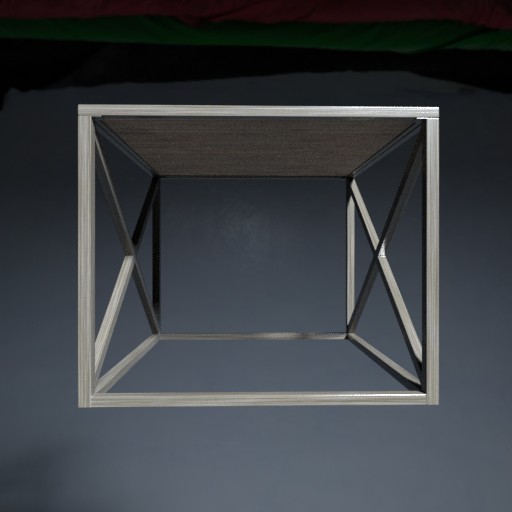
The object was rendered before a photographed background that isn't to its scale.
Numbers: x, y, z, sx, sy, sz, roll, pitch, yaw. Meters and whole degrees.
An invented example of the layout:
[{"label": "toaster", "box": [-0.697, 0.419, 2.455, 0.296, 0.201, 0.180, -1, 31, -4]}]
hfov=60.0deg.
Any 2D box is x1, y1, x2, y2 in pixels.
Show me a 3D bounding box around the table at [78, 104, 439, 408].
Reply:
[{"label": "table", "box": [0.000, 0.000, 1.052, 0.609, 0.507, 0.611, 0, 0, -1]}]
